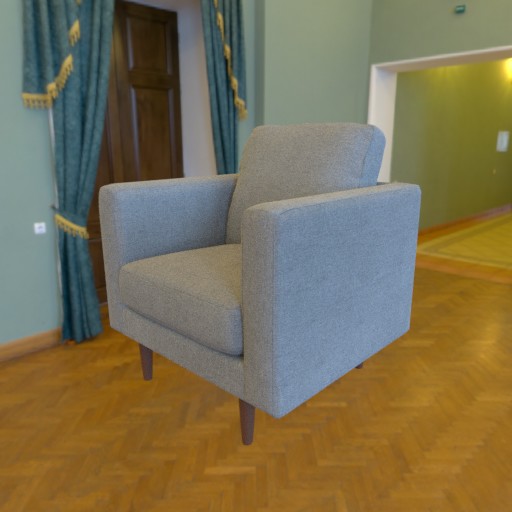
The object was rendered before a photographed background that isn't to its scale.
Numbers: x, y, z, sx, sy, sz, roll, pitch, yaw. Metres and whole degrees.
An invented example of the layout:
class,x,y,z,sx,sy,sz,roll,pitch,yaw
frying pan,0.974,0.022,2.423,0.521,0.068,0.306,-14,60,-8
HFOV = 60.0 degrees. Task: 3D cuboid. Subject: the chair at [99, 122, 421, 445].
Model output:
class,x,y,z,sx,sy,sz,roll,pitch,yaw
chair,0.000,0.000,1.586,0.855,0.927,0.800,13,20,42
